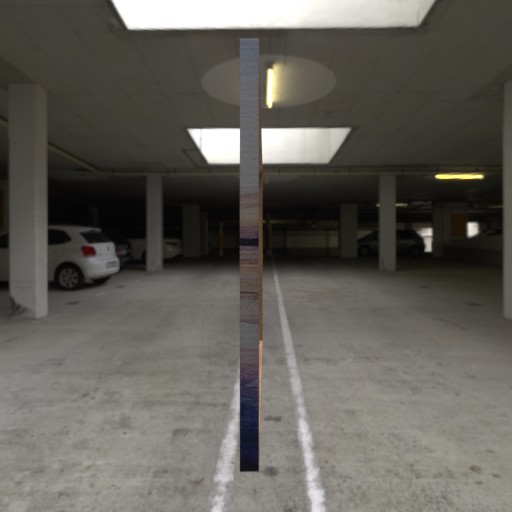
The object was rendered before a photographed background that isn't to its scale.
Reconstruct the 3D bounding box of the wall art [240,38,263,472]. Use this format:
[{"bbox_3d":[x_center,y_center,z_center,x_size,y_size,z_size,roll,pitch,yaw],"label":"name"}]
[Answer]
[{"bbox_3d":[0.000,0.000,0.712,0.018,0.402,0.604,0,0,1],"label":"wall art"}]
